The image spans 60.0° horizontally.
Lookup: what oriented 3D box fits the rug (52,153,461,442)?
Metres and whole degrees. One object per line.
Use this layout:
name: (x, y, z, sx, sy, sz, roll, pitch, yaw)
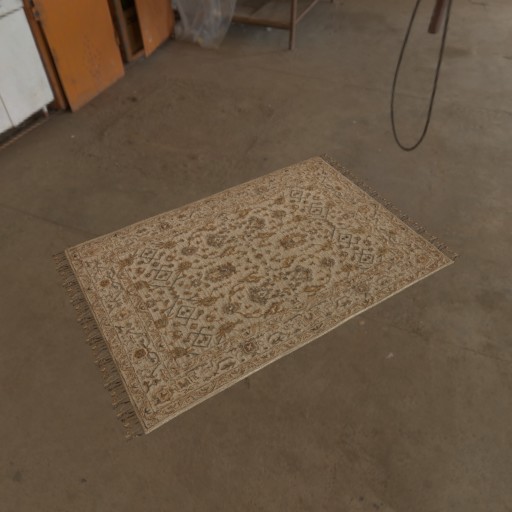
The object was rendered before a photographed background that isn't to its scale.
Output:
rug: (0.000, 0.000, 3.084, 2.434, 0.027, 1.529, -24, 51, -21)
